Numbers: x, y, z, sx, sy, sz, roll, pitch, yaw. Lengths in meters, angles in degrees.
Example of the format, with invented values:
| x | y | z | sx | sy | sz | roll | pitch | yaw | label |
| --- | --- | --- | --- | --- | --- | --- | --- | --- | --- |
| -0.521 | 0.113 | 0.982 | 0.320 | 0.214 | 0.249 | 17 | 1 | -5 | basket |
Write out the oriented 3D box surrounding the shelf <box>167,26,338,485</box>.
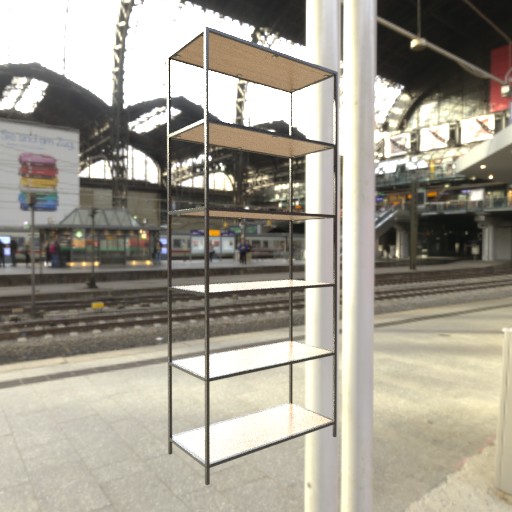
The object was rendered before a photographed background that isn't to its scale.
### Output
| x | y | z | sx | sy | sz | roll | pitch | yaw | label |
| --- | --- | --- | --- | --- | --- | --- | --- | --- | --- |
| 0.000 | 0.000 | 2.155 | 0.770 | 1.850 | 0.350 | -1 | 1 | -37 | shelf |
